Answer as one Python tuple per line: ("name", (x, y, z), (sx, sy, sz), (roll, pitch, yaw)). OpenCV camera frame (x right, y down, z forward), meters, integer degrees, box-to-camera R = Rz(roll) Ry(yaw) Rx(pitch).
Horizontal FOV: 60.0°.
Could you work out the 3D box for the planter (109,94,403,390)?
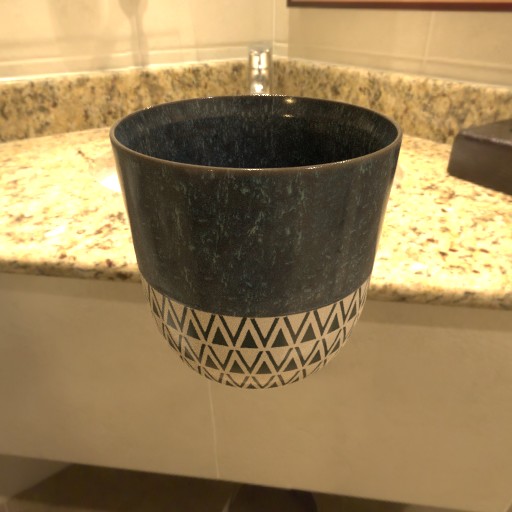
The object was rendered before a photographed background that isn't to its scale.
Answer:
("planter", (0.000, 0.000, 0.359), (0.195, 0.214, 0.195), (0, 31, 0))
